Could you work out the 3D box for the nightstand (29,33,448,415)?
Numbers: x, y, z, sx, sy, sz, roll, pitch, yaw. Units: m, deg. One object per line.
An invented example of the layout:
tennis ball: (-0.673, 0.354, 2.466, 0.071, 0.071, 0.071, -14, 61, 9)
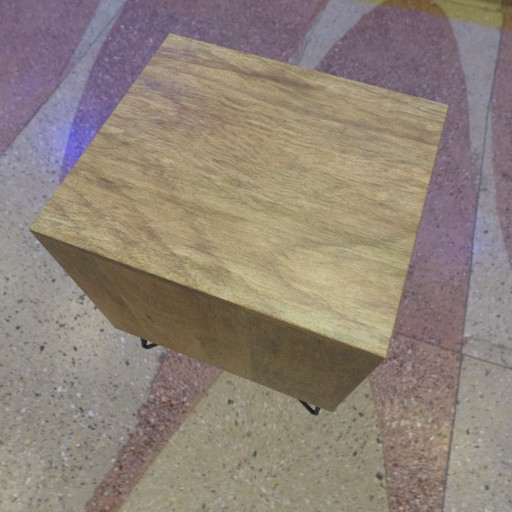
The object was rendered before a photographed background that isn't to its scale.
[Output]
nightstand: (0.000, 0.000, 0.851, 0.457, 0.559, 0.406, 19, 64, 10)
